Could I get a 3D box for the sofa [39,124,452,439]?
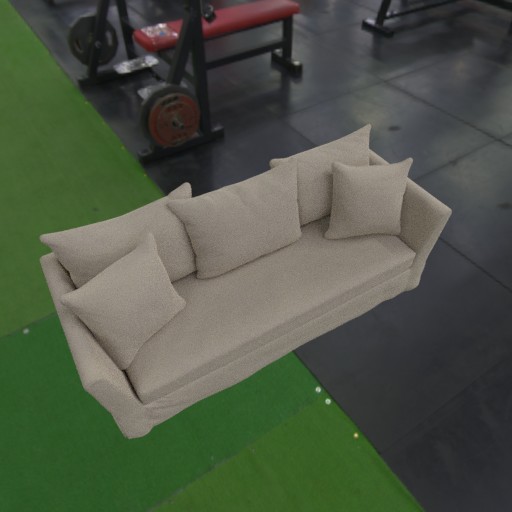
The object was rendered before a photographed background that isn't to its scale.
[{"bbox_3d":[0.000,0.000,2.989,2.499,1.047,1.046,-24,51,-20],"label":"sofa"}]
